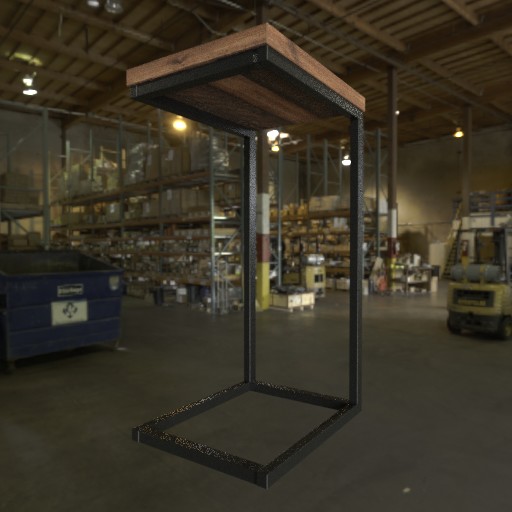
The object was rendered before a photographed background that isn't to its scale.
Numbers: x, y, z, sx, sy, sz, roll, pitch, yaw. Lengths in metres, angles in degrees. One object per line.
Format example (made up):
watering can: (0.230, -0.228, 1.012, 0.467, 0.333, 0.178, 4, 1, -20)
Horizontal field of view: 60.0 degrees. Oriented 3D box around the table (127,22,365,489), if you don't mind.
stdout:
table: (0.000, 0.000, 0.937, 0.323, 0.718, 0.414, 1, 1, 34)
